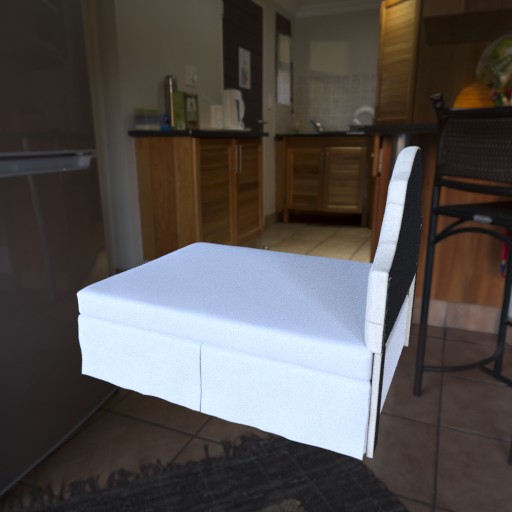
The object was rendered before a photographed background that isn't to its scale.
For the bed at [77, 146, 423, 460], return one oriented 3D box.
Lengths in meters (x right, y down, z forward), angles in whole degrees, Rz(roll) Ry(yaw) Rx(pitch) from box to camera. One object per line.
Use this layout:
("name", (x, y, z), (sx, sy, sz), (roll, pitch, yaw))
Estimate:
("bed", (0.000, 0.000, 3.215), (2.092, 1.575, 1.627), (7, 18, 25))
